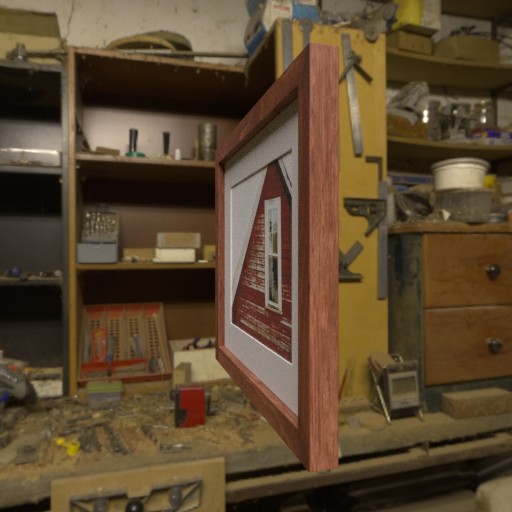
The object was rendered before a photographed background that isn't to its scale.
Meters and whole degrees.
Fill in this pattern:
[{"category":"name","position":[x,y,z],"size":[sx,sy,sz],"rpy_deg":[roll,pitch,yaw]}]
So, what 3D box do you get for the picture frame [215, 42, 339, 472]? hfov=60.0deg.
[{"category":"picture frame","position":[0.000,0.000,0.526],"size":[0.025,0.330,0.381],"rpy_deg":[0,0,-16]}]
